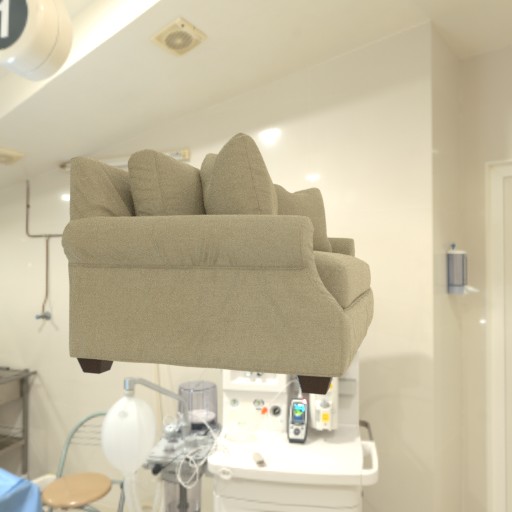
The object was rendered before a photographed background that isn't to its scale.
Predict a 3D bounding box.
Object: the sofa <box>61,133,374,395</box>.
[{"bbox_3d":[0.000,0.000,2.197,1.070,0.905,1.550,0,-1,18],"label":"sofa"}]
